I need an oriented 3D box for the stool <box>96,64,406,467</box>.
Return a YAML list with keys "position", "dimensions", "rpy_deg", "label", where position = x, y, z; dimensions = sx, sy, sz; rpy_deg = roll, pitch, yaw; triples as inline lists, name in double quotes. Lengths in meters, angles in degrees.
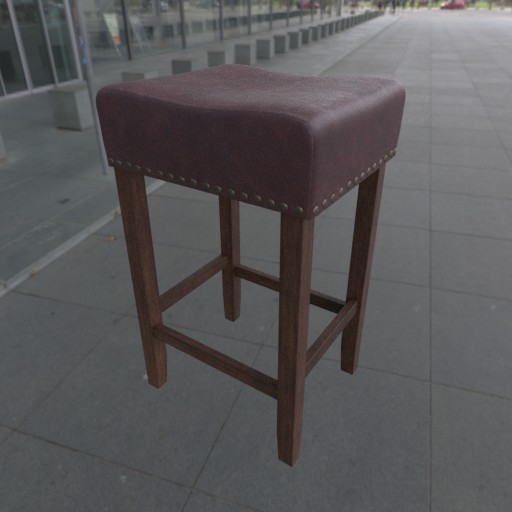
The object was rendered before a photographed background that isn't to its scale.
- position: [0.000, 0.000, 1.031]
  dimensions: [0.465, 0.769, 0.401]
  rpy_deg: [19, 35, 29]
  label: "stool"
